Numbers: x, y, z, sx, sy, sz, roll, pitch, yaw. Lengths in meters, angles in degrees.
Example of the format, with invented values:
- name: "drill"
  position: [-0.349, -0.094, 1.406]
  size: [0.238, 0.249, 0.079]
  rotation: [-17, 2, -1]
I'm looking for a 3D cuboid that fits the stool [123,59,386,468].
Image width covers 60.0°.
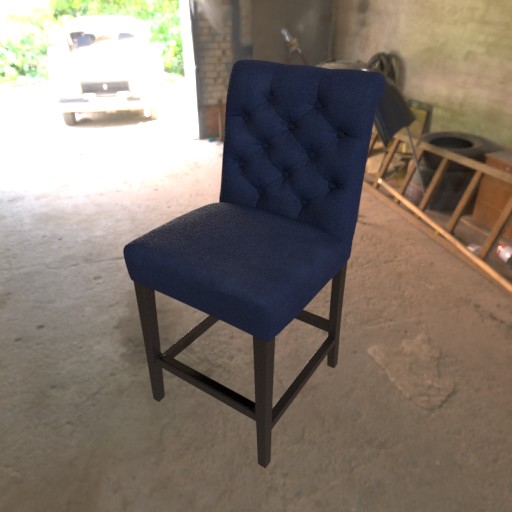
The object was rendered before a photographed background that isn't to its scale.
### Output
- name: "stool"
  position: [0.000, 0.000, 1.334]
  size: [0.493, 1.010, 0.601]
  rotation: [19, 36, 29]
